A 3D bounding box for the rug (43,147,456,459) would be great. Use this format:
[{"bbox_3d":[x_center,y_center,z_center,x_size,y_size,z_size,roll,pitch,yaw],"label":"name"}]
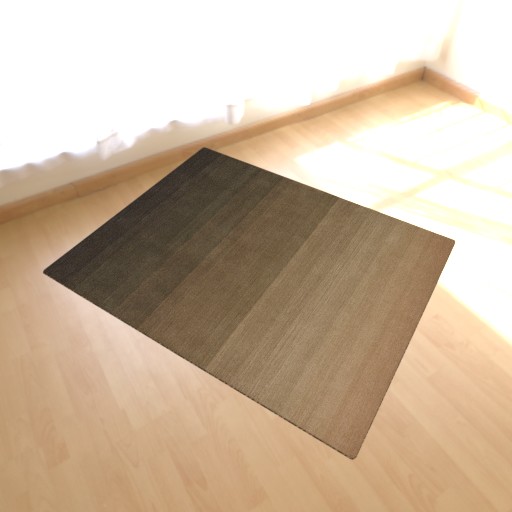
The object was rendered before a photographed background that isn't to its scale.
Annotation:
[{"bbox_3d":[0.000,0.000,3.935,2.902,0.017,2.306,25,51,22],"label":"rug"}]
